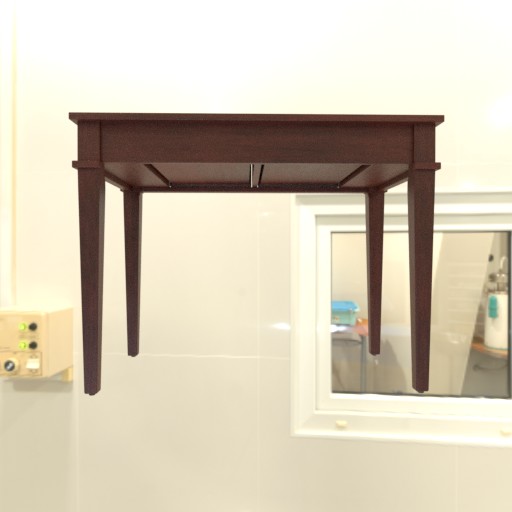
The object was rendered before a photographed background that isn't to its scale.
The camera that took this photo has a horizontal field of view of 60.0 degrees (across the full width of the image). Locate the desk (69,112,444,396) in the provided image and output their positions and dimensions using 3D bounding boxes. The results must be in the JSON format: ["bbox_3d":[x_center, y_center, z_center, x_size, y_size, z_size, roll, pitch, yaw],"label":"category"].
[{"bbox_3d":[0.000,0.000,1.455,1.001,0.762,0.549,0,0,-1],"label":"desk"}]
